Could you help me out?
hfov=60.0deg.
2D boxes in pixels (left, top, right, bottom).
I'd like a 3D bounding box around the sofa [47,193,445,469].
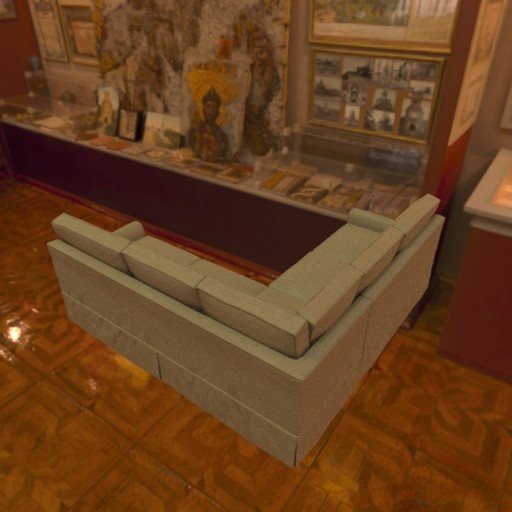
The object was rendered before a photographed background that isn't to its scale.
[{"bbox_3d":[0.000,0.000,4.181,2.623,1.081,2.618,22,38,31],"label":"sofa"}]
